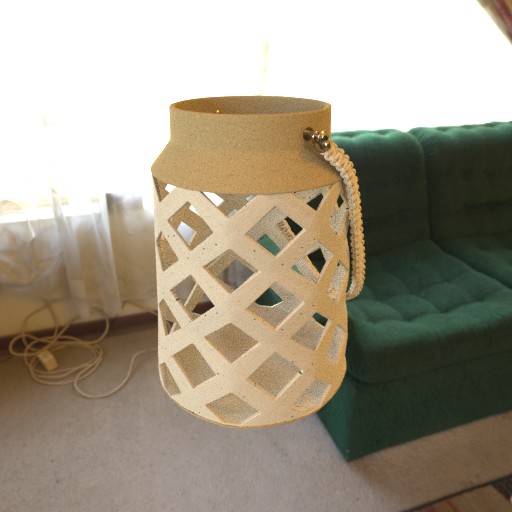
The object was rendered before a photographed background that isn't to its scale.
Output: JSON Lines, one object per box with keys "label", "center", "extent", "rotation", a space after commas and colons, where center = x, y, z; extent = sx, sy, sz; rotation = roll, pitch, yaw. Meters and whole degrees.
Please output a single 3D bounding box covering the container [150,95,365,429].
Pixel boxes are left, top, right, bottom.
{"label": "container", "center": [0.000, 0.000, 0.349], "extent": [0.172, 0.229, 0.163], "rotation": [-17, 30, -31]}
